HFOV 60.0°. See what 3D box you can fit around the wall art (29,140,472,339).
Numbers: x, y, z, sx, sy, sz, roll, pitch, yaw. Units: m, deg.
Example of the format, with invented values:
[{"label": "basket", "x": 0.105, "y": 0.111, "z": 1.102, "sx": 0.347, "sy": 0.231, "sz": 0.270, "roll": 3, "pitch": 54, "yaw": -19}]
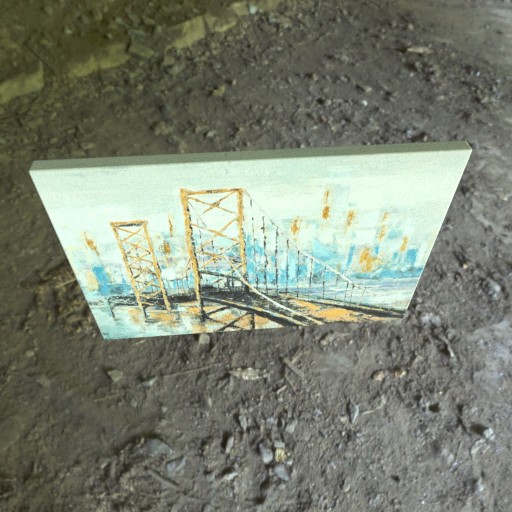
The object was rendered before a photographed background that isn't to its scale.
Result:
[{"label": "wall art", "x": 0.000, "y": 0.000, "z": 1.139, "sx": 0.913, "sy": 0.609, "sz": 0.038, "roll": -3, "pitch": 47, "yaw": -3}]
